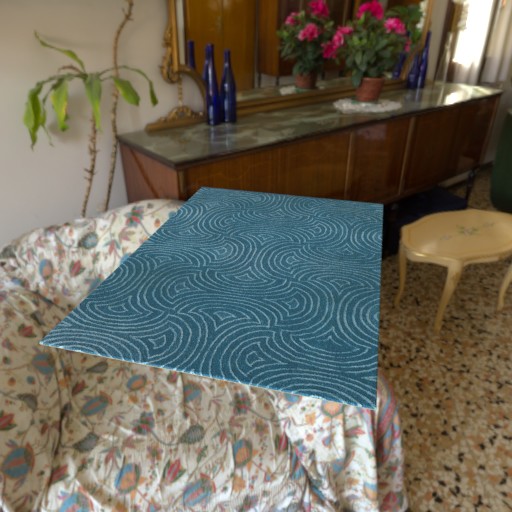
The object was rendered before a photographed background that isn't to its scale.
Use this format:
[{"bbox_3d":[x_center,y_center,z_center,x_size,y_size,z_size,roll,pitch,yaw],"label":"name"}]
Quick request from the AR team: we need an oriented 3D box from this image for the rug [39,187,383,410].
[{"bbox_3d":[0.000,0.000,2.815,1.543,0.015,2.144,7,30,13],"label":"rug"}]
